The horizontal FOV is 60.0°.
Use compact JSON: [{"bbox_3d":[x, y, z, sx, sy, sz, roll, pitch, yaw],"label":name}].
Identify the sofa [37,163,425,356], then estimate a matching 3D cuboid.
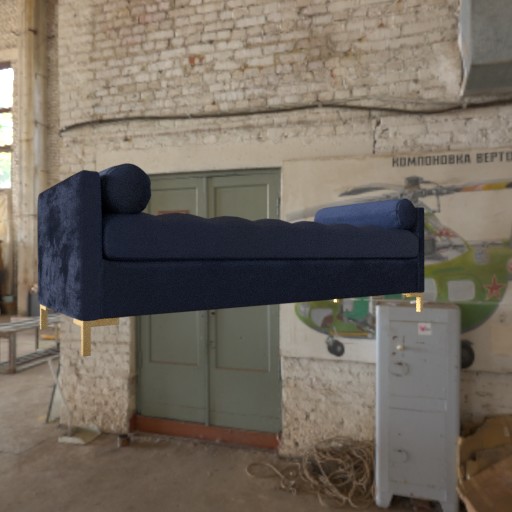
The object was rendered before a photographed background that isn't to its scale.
[{"bbox_3d":[0.000,0.000,2.459,2.102,0.705,0.796,0,0,-37],"label":"sofa"}]
